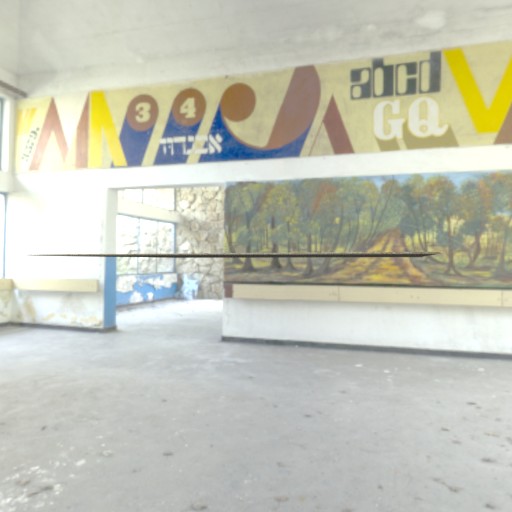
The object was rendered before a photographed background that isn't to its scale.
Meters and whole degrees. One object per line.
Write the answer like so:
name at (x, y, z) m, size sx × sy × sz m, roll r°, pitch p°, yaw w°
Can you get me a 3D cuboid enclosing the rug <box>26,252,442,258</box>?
rug at (0.000, 0.000, 4.192) m, size 3.050 × 0.011 × 2.441 m, roll 0°, pitch -1°, yaw 18°
